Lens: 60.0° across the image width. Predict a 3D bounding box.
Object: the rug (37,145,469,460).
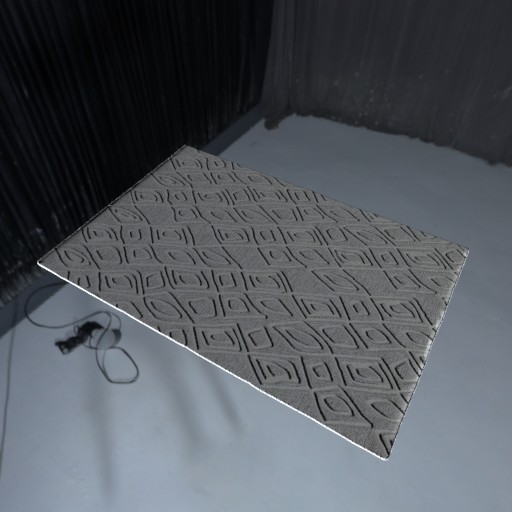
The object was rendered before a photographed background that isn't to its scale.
[{"bbox_3d":[0.000,0.000,2.246,1.832,0.016,1.224,24,52,21],"label":"rug"}]
